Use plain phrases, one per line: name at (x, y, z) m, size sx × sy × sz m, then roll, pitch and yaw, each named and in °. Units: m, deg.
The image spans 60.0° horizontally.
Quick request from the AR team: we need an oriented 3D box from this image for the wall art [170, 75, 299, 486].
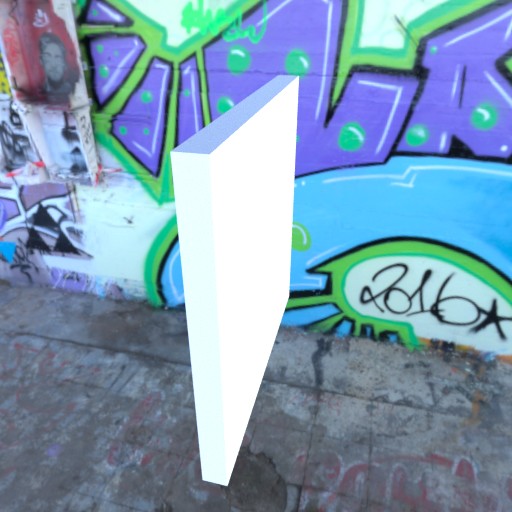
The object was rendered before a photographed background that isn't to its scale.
wall art at (0.000, 0.000, 0.528) m, size 0.027 × 0.355 × 0.355 m, roll 7°, pitch 31°, yaw 12°
